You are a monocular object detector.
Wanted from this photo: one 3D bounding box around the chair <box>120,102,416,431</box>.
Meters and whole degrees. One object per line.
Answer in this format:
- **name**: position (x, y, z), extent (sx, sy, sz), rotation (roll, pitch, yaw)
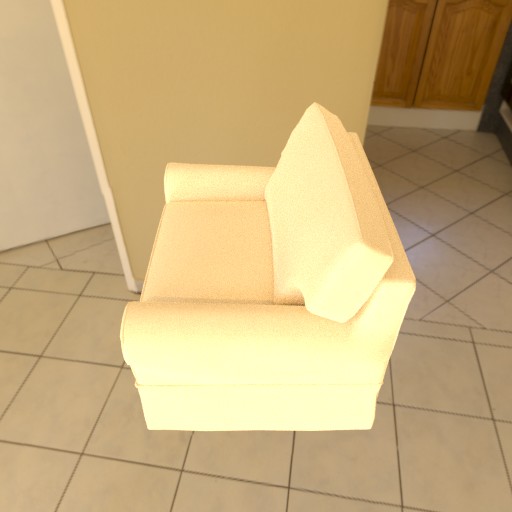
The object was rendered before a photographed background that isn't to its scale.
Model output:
- **chair**: position (0.000, 0.000, 1.811), extent (0.904, 0.958, 1.099), rotation (0, 41, 0)
